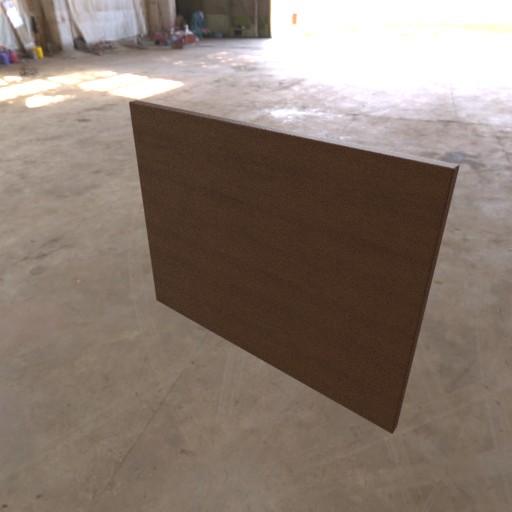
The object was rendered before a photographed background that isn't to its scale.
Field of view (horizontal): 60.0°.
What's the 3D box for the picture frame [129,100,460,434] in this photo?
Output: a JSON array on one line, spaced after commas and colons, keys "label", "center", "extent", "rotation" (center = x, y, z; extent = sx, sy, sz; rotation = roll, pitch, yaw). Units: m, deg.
[{"label": "picture frame", "center": [0.000, 0.000, 1.754], "extent": [1.329, 1.018, 0.045], "rotation": [22, 37, 33]}]
